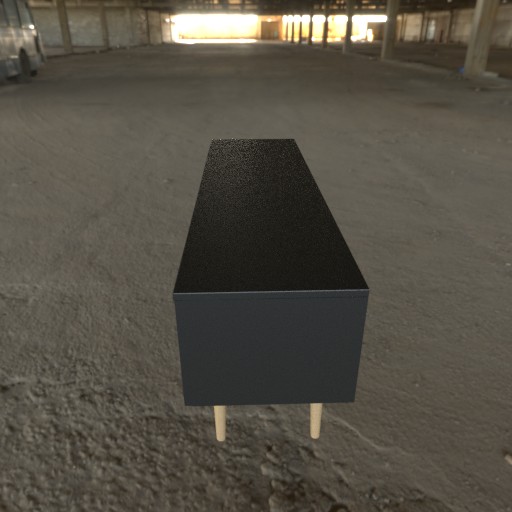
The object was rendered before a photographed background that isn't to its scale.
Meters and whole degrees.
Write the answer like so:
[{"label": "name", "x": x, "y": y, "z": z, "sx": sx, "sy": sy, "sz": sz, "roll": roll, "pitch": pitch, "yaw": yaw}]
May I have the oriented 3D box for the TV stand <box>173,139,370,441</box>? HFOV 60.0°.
[{"label": "TV stand", "x": 0.000, "y": 0.000, "z": 1.538, "sx": 0.390, "sy": 0.518, "sz": 1.312, "roll": -1, "pitch": 27, "yaw": -2}]
